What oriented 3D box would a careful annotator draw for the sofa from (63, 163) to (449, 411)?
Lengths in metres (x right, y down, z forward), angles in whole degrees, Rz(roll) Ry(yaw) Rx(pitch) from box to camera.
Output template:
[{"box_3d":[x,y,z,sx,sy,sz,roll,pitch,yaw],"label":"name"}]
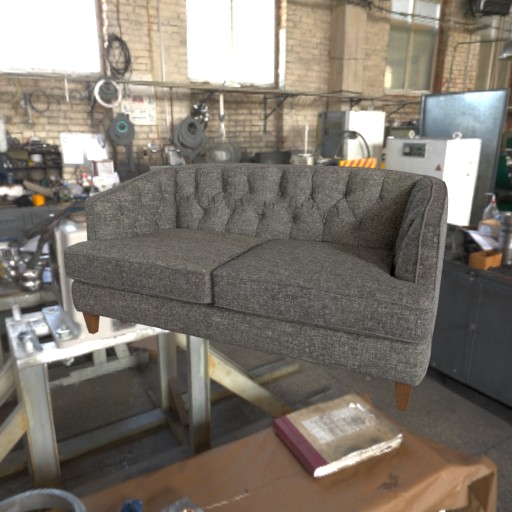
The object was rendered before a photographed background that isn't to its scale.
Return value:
[{"box_3d":[0.000,0.000,2.229,1.733,0.855,0.941,7,17,24],"label":"sofa"}]
